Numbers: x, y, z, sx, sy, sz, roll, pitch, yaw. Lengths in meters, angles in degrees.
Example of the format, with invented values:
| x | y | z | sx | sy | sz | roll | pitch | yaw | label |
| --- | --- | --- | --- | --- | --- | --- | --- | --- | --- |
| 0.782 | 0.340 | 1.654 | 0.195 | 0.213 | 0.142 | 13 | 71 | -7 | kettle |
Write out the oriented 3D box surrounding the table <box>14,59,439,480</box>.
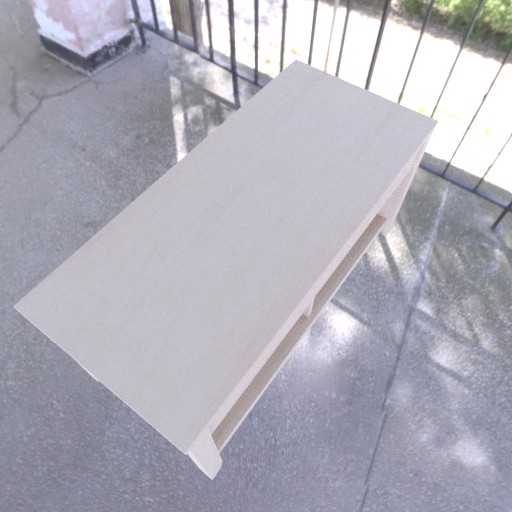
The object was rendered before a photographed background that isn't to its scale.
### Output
| x | y | z | sx | sy | sz | roll | pitch | yaw | label |
| --- | --- | --- | --- | --- | --- | --- | --- | --- | --- |
| 0.000 | 0.000 | 1.236 | 0.457 | 0.483 | 1.016 | 32 | 63 | 19 | table |
